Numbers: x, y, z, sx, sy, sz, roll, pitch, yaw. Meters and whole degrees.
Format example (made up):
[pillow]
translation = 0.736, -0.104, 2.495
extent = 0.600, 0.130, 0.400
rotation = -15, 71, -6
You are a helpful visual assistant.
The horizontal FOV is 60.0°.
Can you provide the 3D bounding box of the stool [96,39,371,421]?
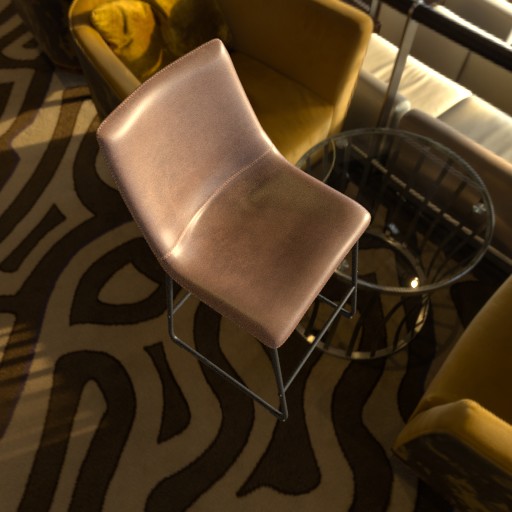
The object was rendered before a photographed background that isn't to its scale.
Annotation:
[stool]
translation = 0.000, 0.000, 1.205
extent = 0.550, 0.890, 0.460
rotation = 31, 63, 18
